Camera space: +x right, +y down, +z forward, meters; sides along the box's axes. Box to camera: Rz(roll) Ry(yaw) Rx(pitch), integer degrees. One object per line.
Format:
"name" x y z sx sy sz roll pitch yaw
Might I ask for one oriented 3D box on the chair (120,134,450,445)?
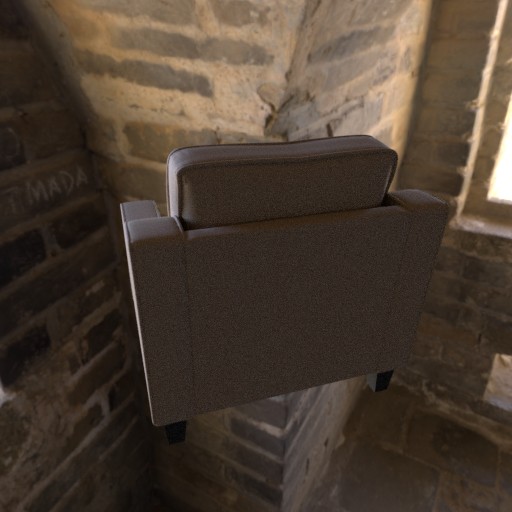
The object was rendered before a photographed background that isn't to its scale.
"chair" 0.000 0.000 1.671 0.922 0.948 0.882 -8 27 -16
